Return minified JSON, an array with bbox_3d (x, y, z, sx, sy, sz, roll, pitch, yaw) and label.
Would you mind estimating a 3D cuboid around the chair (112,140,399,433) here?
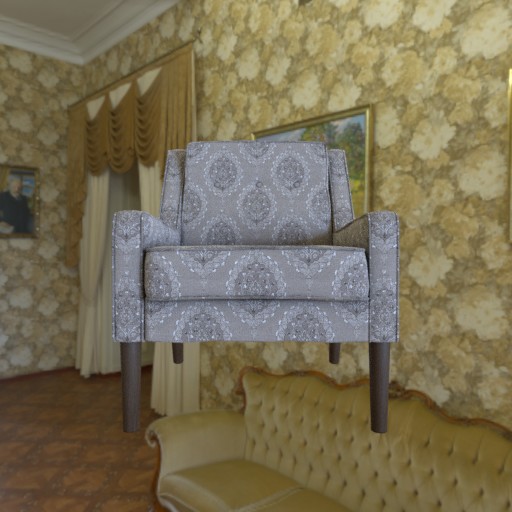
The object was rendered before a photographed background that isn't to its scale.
[{"bbox_3d":[0.000,0.000,1.327,0.665,0.797,0.750,0,1,0],"label":"chair"}]
